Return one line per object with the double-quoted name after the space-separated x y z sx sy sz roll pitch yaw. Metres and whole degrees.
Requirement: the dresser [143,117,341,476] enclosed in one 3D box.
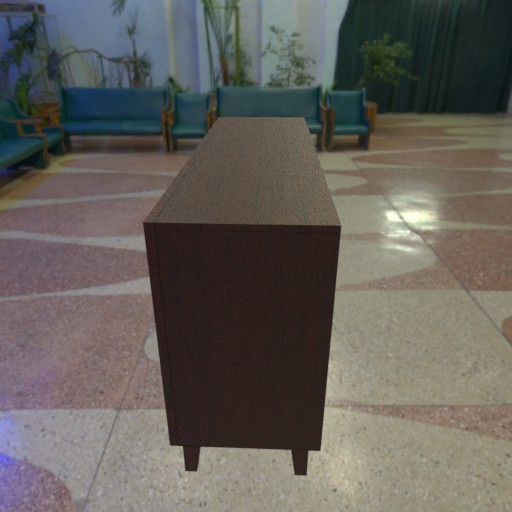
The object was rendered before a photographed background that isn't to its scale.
0.000 0.000 2.023 0.499 0.971 1.609 1 26 2 "dresser"
